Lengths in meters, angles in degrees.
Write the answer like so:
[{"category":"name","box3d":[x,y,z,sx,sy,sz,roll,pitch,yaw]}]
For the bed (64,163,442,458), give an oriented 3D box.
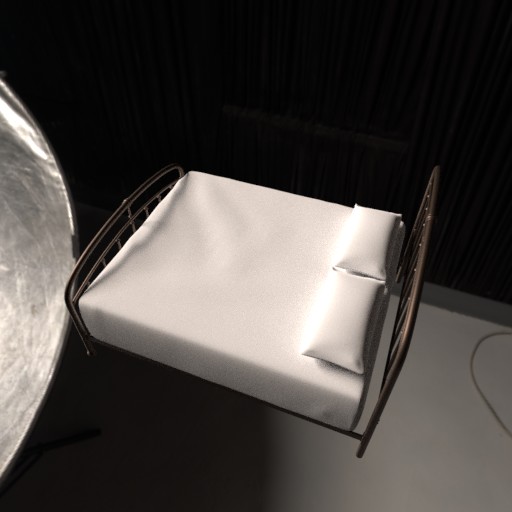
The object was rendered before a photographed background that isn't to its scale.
[{"category":"bed","box3d":[0.000,0.000,3.247,2.180,1.425,1.711,16,47,15]}]
